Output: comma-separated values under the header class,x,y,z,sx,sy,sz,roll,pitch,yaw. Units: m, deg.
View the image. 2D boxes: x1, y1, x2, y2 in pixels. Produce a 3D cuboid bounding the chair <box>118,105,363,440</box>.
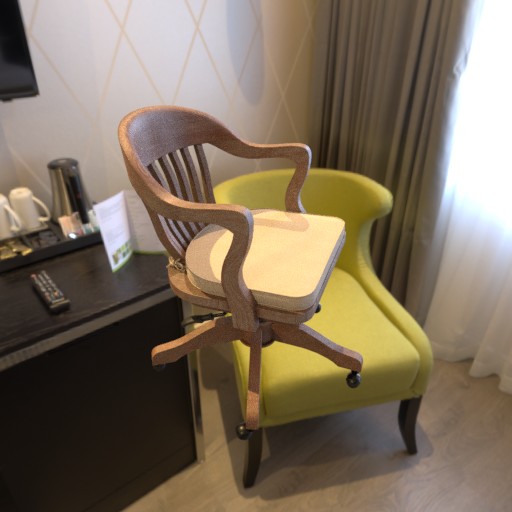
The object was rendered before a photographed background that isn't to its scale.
class,x,y,z,sx,sy,sz,roll,pitch,yaw
chair,0.000,0.000,1.459,0.788,0.878,0.750,11,32,18
